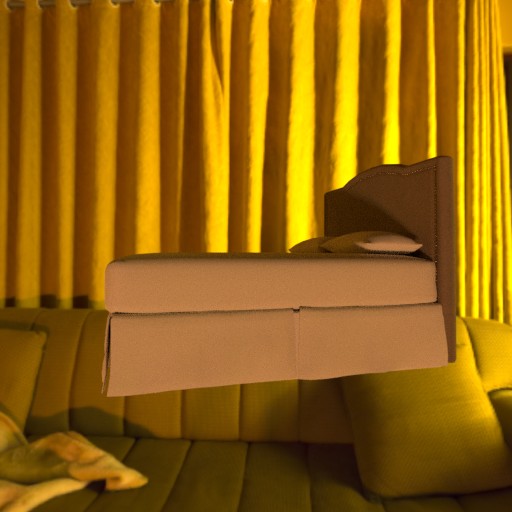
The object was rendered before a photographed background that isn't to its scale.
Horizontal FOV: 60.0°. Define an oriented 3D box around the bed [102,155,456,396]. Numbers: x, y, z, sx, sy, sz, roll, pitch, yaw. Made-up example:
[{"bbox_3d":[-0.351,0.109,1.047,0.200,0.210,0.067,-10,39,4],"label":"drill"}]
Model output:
[{"bbox_3d":[0.000,0.000,3.272,2.128,1.441,1.744,0,-1,-17],"label":"bed"}]
